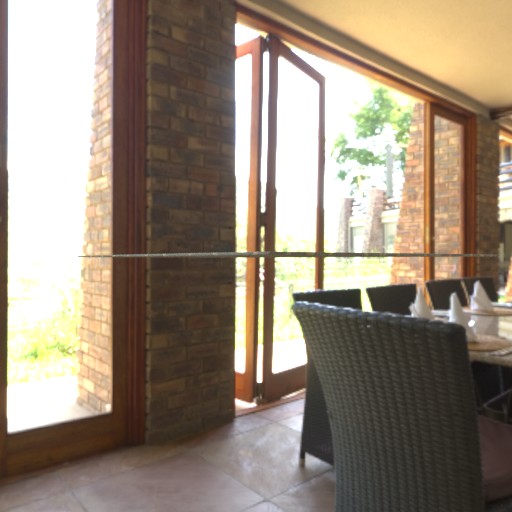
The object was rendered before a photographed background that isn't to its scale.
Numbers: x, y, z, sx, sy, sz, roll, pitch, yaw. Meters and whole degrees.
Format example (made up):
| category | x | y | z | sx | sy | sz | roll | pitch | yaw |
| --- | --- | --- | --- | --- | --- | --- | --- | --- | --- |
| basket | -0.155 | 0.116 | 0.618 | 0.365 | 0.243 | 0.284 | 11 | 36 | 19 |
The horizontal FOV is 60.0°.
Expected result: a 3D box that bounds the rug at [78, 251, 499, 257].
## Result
| category | x | y | z | sx | sy | sz | roll | pitch | yaw |
| --- | --- | --- | --- | --- | --- | --- | --- | --- | --- |
| rug | 0.000 | 0.000 | 2.586 | 1.451 | 0.010 | 2.080 | 0 | 0 | -37 |
